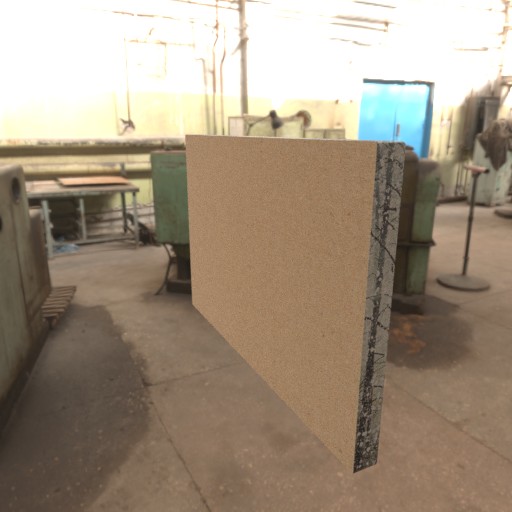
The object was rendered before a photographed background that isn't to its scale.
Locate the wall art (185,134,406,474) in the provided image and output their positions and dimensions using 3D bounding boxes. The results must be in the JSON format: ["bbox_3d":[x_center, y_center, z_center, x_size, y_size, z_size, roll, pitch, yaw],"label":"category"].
[{"bbox_3d":[0.000,0.000,0.767,0.042,0.398,0.618,-8,18,-25],"label":"wall art"}]
